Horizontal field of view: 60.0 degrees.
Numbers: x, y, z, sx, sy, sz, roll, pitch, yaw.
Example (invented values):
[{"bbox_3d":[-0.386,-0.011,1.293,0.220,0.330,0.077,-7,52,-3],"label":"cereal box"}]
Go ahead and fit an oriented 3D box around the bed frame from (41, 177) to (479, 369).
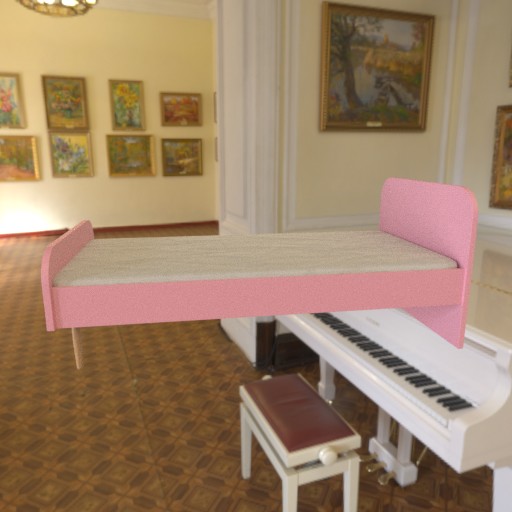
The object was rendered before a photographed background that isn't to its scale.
[{"bbox_3d":[0.000,0.000,2.477,1.963,0.805,0.998,-2,14,-9],"label":"bed frame"}]
